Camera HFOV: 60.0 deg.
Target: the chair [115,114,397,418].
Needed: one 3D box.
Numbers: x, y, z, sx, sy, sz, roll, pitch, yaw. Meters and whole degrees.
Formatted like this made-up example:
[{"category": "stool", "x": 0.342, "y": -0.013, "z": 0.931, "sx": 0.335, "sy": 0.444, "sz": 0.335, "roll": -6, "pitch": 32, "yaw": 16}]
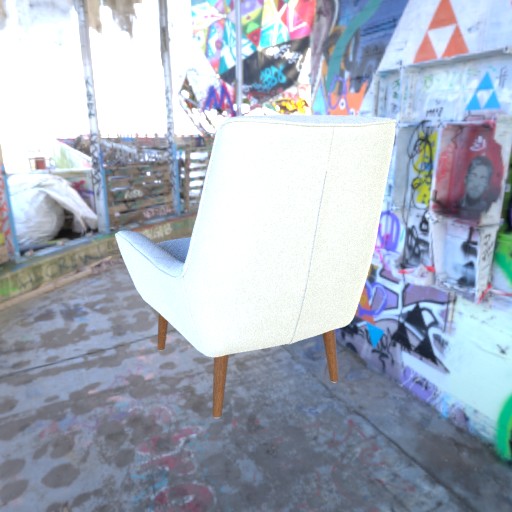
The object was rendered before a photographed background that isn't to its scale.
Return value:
[{"category": "chair", "x": 0.000, "y": 0.000, "z": 1.491, "sx": 0.787, "sy": 0.888, "sz": 0.822, "roll": -8, "pitch": 18, "yaw": -26}]
